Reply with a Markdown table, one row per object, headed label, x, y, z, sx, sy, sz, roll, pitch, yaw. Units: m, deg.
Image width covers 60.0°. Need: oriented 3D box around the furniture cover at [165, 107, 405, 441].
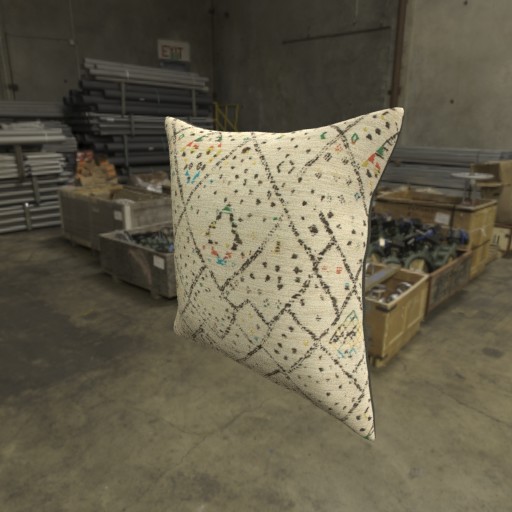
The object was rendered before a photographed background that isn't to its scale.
| label | x | y | z | sx | sy | sz | roll | pitch | yaw |
| --- | --- | --- | --- | --- | --- | --- | --- | --- | --- |
| furniture cover | 0.000 | 0.000 | 0.802 | 0.525 | 0.498 | 0.180 | 16 | 23 | 42 |
